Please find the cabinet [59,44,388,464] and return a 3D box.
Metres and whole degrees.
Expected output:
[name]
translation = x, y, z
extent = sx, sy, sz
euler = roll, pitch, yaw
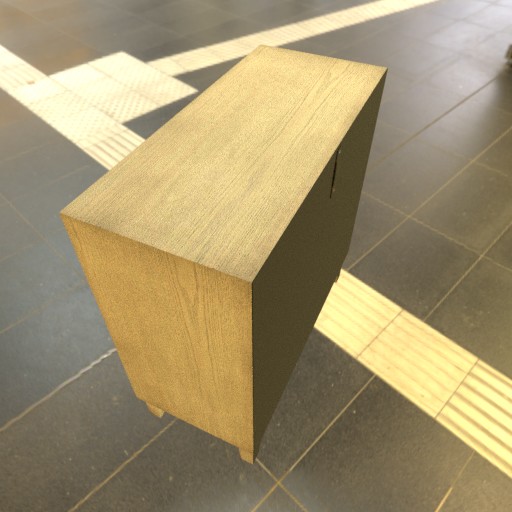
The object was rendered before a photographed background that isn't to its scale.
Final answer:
[cabinet]
translation = 0.000, 0.000, 1.204
extent = 0.370, 0.787, 0.781
euler = 19, 49, 17
